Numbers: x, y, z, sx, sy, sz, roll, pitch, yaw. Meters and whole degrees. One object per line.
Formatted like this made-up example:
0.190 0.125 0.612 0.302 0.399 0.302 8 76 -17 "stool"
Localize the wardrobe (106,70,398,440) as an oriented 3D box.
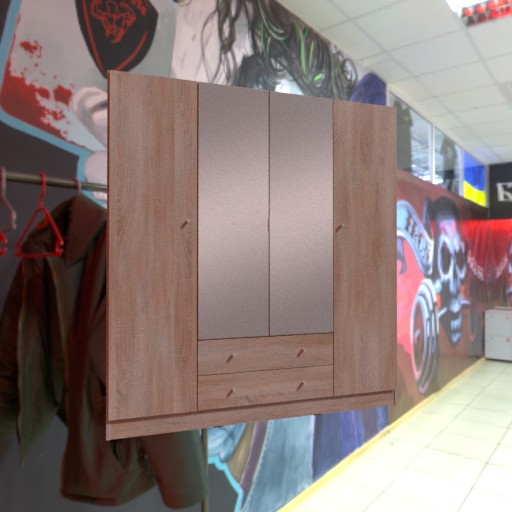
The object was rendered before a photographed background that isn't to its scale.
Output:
0.000 0.000 3.130 1.998 2.159 0.598 0 -1 -19 "wardrobe"
